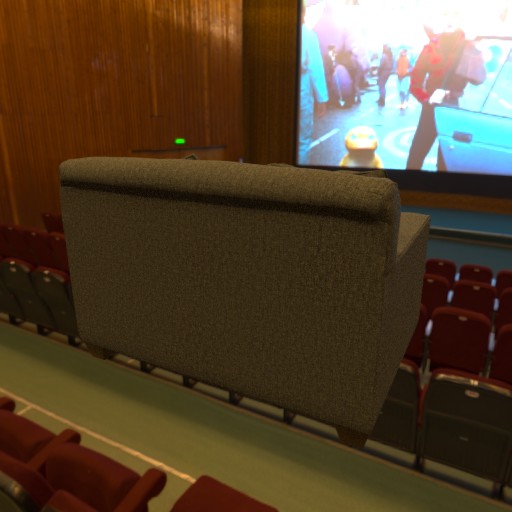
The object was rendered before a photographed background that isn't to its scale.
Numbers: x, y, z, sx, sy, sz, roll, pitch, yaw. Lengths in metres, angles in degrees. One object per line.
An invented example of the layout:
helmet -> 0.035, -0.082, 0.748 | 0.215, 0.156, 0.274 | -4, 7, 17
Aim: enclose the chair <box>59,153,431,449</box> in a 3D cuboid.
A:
chair -> 0.000, 0.000, 2.047 | 1.383, 0.948, 1.000 | 9, 20, 27
